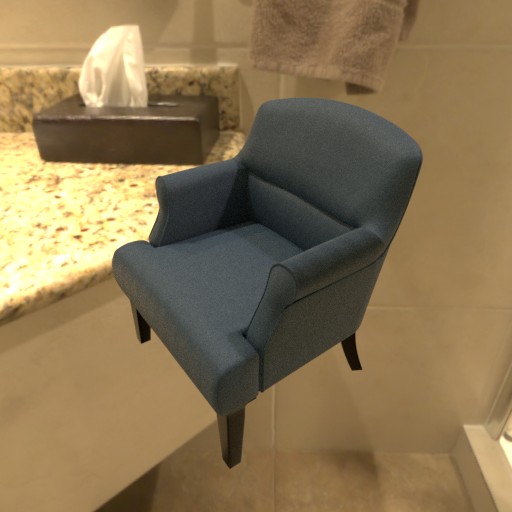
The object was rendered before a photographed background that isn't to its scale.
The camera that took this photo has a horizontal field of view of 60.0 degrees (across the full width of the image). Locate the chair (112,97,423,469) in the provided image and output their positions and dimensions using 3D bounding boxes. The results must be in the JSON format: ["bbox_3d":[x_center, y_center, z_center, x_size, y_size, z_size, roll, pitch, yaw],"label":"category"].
[{"bbox_3d":[0.000,0.000,1.457,0.754,0.878,0.770,-21,38,-29],"label":"chair"}]
